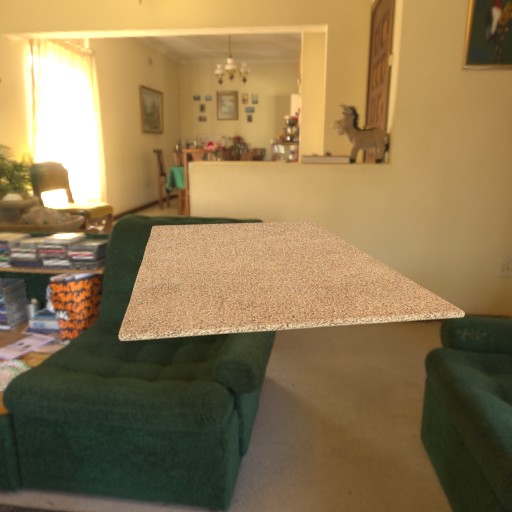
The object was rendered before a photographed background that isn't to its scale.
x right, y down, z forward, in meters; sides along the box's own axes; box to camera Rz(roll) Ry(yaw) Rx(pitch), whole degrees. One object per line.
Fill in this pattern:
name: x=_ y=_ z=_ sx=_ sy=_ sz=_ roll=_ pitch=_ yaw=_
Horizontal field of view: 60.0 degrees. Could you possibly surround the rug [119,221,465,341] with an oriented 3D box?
rug: x=0.000 y=0.000 z=3.048 sx=1.524 sy=0.030 sz=2.438 roll=-2 pitch=15 yaw=-9
